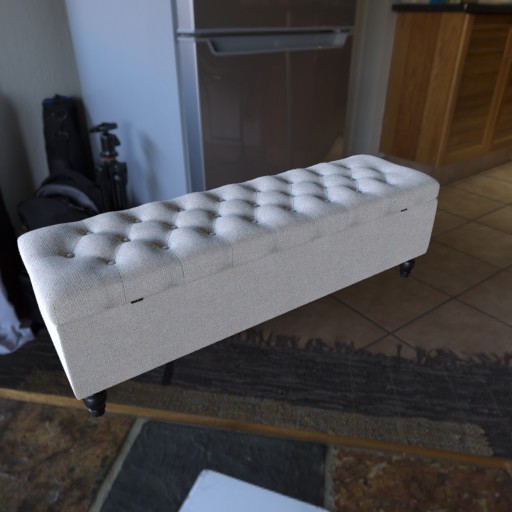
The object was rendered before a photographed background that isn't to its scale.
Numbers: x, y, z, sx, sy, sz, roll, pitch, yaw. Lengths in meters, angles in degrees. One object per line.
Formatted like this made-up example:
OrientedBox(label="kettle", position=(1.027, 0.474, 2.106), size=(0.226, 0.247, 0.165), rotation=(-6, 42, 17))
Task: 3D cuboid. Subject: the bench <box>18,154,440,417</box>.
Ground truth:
OrientedBox(label="bench", position=(0.000, 0.000, 1.648), size=(1.480, 0.467, 0.455), rotation=(-18, 35, -29))
